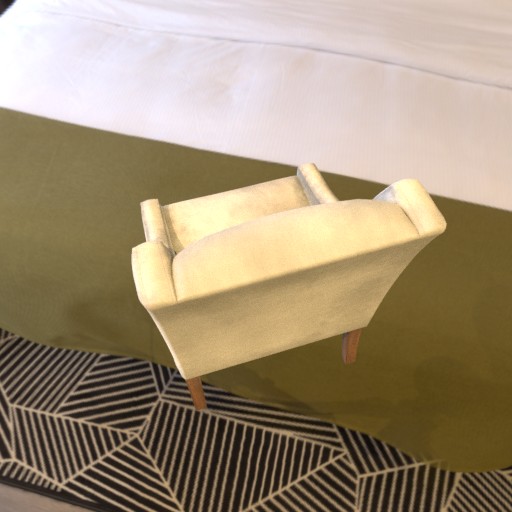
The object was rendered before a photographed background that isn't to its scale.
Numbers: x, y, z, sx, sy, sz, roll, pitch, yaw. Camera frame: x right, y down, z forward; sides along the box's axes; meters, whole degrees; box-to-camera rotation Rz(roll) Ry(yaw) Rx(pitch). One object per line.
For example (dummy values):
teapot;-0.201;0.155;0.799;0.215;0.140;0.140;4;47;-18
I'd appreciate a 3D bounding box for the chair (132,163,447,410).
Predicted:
chair;0.000;0.000;1.347;0.629;0.895;0.629;-14;58;-9
